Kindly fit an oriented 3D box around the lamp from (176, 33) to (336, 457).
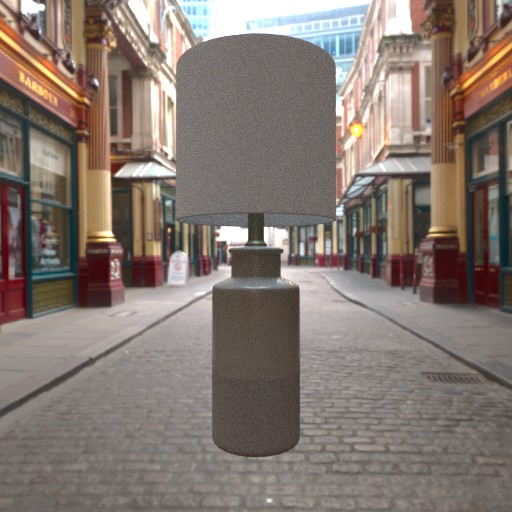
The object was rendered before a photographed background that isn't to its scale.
[{"bbox_3d":[0.000,0.000,0.594,0.212,0.493,0.212,0,0,1],"label":"lamp"}]
